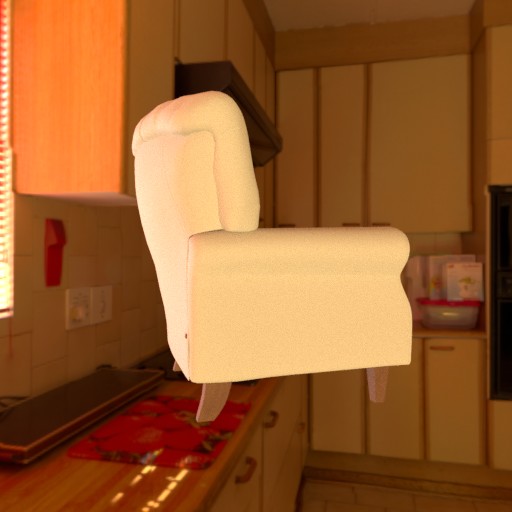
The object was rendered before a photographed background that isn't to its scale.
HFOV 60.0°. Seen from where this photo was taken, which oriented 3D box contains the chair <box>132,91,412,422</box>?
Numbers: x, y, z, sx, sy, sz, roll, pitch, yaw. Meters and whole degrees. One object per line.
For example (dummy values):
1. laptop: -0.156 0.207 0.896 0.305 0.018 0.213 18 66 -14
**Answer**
1. chair: 0.000 0.000 2.098 1.128 1.217 1.090 0 0 -17
